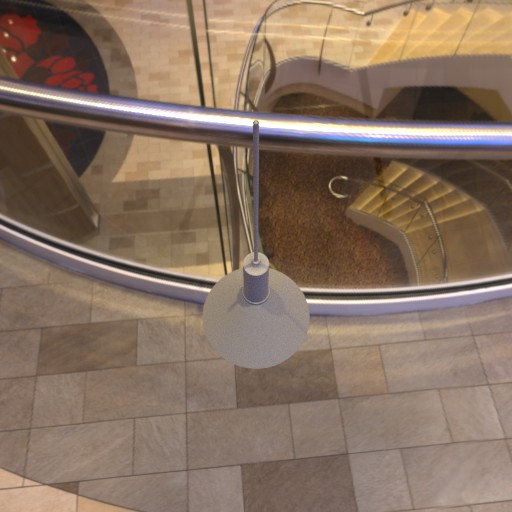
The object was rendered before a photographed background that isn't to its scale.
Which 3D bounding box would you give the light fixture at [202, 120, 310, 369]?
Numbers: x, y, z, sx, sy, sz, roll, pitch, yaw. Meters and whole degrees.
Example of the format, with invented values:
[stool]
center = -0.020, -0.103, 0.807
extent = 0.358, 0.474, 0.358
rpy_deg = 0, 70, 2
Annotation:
[light fixture]
center = 0.000, 0.000, 0.810
extent = 0.267, 0.683, 0.267
rpy_deg = 36, 69, 16
